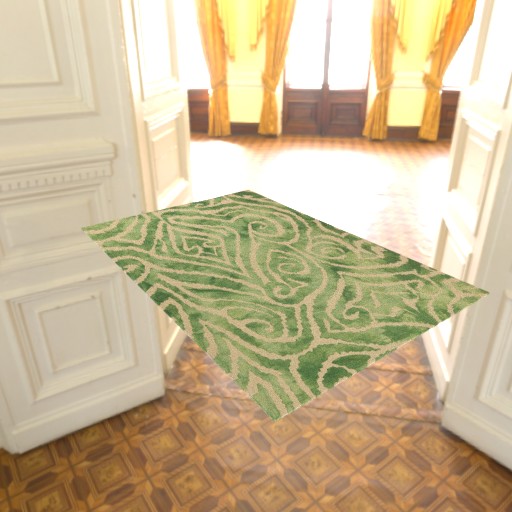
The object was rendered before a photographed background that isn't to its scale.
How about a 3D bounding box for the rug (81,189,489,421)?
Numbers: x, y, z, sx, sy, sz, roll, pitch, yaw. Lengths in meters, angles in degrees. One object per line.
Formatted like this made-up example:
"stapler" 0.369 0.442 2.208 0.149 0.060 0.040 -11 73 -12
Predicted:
"rug" 0.000 0.000 2.289 1.220 0.006 1.826 -18 32 -32
